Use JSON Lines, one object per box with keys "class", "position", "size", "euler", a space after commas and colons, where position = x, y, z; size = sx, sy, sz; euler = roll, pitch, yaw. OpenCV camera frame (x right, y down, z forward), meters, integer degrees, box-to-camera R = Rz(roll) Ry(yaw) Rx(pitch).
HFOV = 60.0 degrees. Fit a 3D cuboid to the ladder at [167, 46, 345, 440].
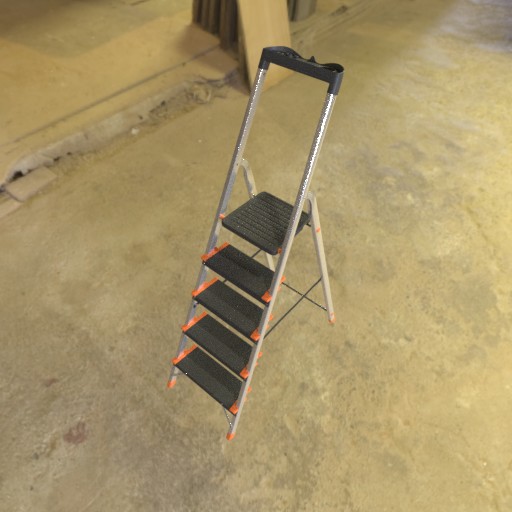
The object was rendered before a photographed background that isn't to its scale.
{"class": "ladder", "position": [0.000, 0.000, 2.053], "size": [0.480, 1.646, 0.995], "euler": [31, 54, 26]}
